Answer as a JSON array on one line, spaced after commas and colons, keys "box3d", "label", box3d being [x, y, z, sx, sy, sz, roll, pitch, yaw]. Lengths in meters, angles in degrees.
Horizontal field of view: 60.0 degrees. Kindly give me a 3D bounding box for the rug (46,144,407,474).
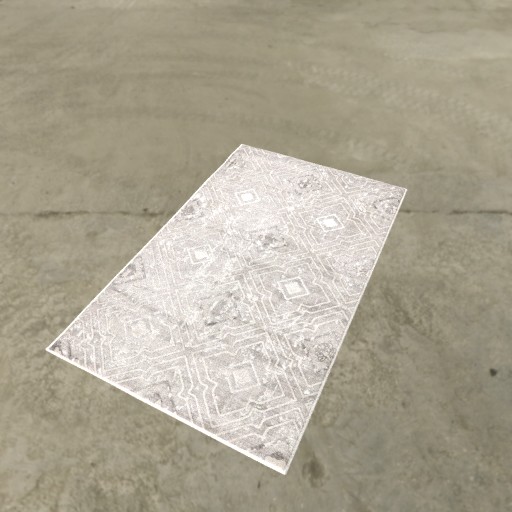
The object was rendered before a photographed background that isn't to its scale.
[{"box3d": [0.000, 0.000, 3.093, 1.537, 0.036, 2.447, 20, 49, 18], "label": "rug"}]
